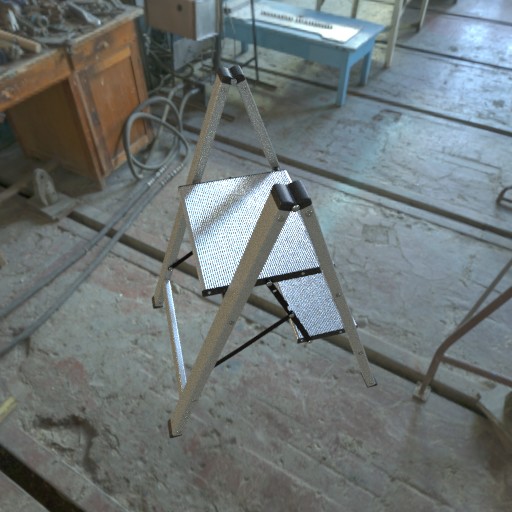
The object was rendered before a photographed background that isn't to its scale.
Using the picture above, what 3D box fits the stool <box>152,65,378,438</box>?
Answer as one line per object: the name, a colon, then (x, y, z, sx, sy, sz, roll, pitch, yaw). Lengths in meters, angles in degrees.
stool: (0.000, 0.000, 0.992, 0.535, 0.670, 0.440, -11, 48, -10)
